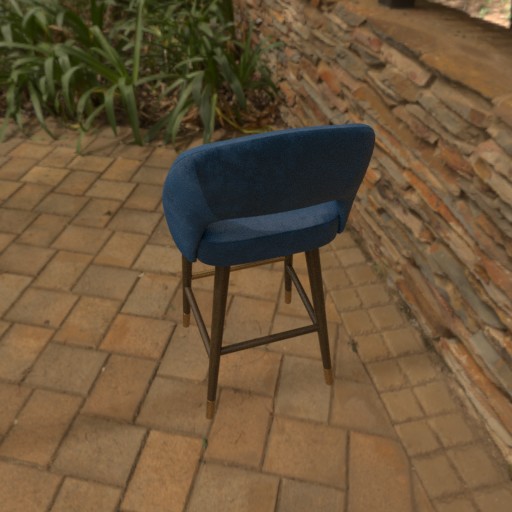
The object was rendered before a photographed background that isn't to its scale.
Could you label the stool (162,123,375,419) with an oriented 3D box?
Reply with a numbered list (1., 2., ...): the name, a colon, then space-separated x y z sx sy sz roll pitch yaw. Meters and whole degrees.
1. stool: 0.000 0.000 1.365 0.514 1.016 0.515 -11 41 -13
